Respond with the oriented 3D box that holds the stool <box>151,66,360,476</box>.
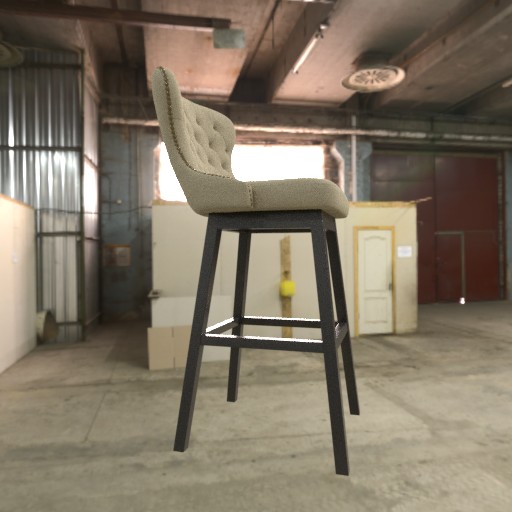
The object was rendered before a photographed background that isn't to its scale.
[{"bbox_3d":[0.000,0.000,1.374,0.605,1.066,0.528,0,1,17],"label":"stool"}]
